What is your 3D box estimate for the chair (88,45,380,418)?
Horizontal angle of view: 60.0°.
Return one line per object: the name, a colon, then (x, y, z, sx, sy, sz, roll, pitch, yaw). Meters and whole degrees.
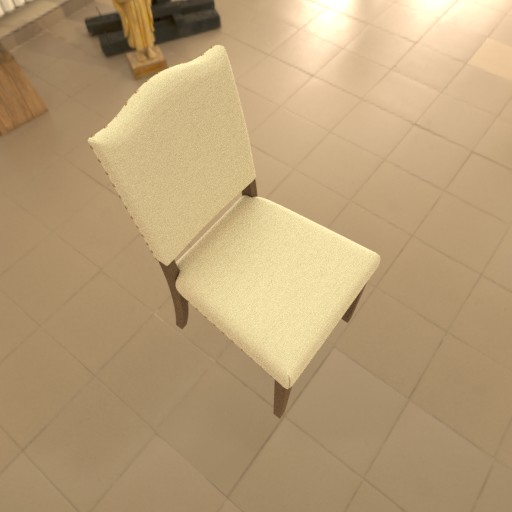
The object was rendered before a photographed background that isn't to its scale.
chair: (0.000, 0.000, 1.360, 0.619, 1.015, 0.508, 33, 64, 18)
